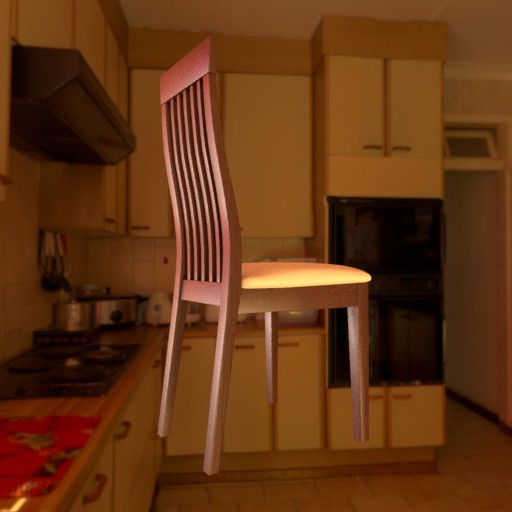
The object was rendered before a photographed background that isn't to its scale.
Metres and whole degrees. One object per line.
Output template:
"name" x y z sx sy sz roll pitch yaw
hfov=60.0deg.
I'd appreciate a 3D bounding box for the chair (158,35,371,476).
"chair" 0.000 0.000 1.280 0.474 1.027 0.460 0 -1 -35
